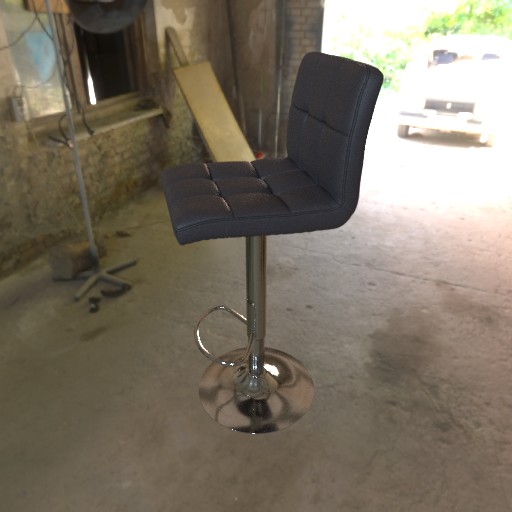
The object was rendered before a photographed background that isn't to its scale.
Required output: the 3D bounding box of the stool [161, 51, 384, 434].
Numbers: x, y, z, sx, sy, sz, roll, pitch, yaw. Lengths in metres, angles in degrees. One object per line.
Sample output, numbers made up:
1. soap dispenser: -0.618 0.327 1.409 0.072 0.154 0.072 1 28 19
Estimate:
1. stool: 0.000 0.000 1.365 0.505 1.115 0.430 -8 31 -13
